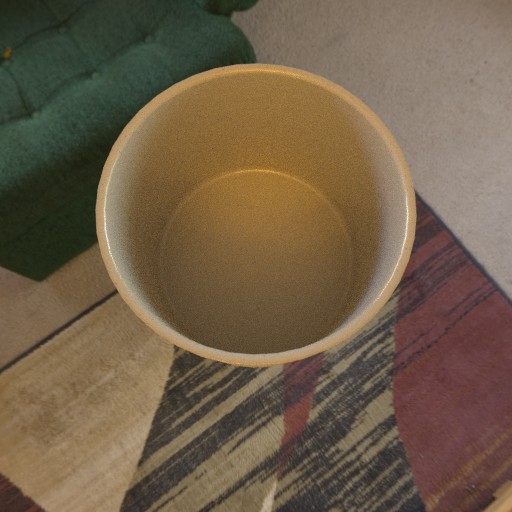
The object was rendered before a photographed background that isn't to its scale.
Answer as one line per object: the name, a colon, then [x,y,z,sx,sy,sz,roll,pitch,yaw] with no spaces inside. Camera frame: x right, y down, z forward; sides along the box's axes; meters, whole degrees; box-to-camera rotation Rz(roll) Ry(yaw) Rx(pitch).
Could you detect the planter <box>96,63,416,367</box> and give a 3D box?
planter: [0.000,0.000,0.509,0.249,0.343,0.249,0,75,0]
